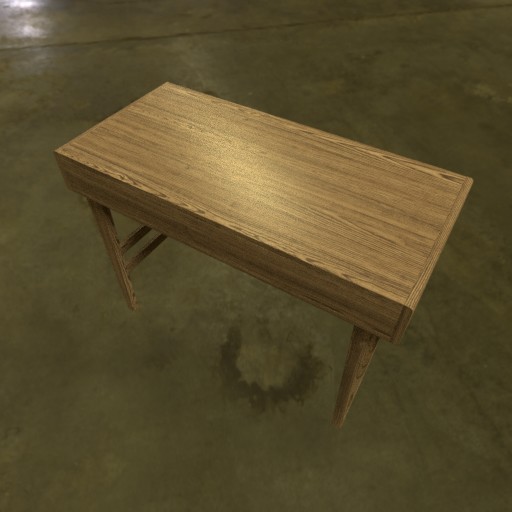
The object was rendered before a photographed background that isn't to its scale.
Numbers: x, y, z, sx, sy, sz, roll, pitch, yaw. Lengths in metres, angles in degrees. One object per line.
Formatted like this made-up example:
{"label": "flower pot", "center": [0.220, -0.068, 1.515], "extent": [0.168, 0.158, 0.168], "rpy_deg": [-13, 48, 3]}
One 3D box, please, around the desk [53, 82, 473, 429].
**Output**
{"label": "desk", "center": [0.000, 0.000, 1.509], "extent": [1.067, 0.755, 0.508], "rpy_deg": [24, 52, 21]}
